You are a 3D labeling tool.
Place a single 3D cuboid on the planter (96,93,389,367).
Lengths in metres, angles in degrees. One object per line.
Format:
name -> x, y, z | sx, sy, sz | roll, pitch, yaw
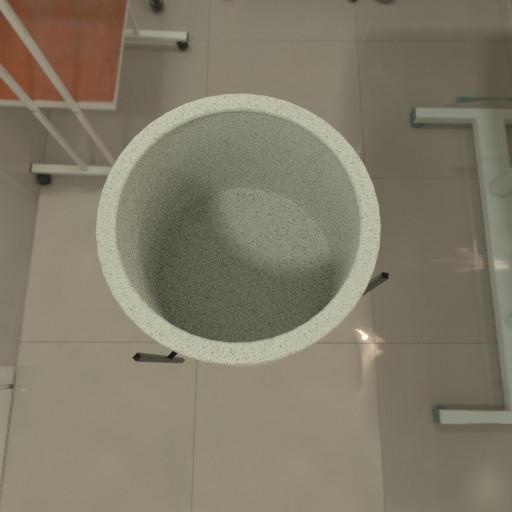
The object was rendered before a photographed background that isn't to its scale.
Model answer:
planter -> 0.000, 0.000, 0.542 | 0.267, 0.362, 0.263 | 0, 76, 0
